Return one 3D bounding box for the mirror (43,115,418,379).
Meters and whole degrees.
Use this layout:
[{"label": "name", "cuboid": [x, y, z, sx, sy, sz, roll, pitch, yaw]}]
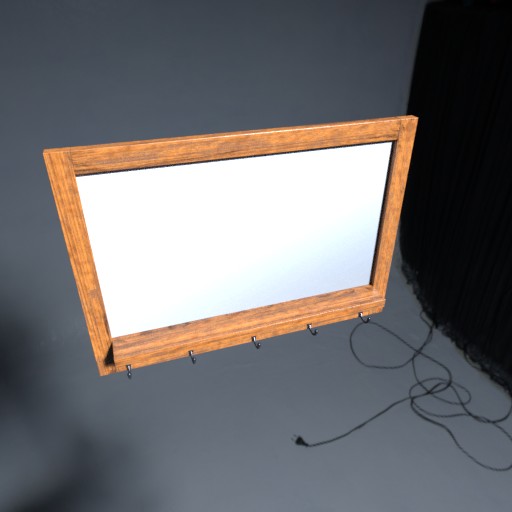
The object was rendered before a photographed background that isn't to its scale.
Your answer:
[{"label": "mirror", "cuboid": [0.000, 0.000, 0.986, 0.758, 0.537, 0.084, -10, 33, -16]}]
